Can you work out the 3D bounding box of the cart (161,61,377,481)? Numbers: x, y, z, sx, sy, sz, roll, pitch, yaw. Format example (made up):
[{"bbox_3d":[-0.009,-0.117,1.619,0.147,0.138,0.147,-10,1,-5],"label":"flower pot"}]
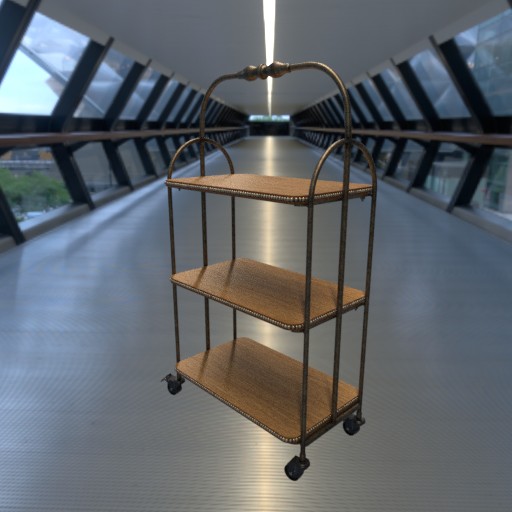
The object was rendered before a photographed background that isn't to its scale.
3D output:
[{"bbox_3d":[0.000,0.000,1.316,0.330,1.052,0.650,-14,21,-42],"label":"cart"}]
